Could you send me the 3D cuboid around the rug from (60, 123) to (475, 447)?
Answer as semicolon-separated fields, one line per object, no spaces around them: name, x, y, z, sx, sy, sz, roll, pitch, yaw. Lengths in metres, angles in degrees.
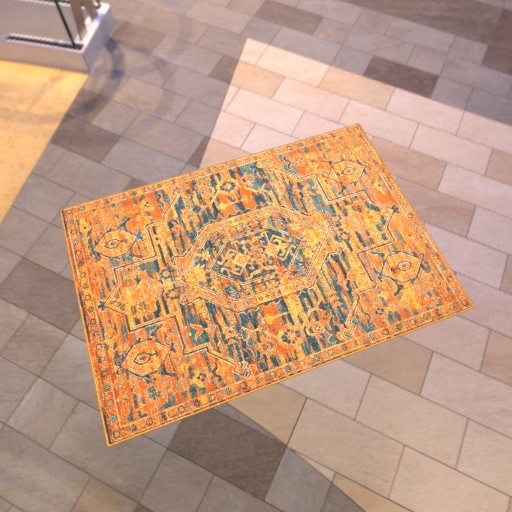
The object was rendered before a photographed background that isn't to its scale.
rug;0.000;0.000;3.683;2.916;0.019;2.043;-18;64;-9
